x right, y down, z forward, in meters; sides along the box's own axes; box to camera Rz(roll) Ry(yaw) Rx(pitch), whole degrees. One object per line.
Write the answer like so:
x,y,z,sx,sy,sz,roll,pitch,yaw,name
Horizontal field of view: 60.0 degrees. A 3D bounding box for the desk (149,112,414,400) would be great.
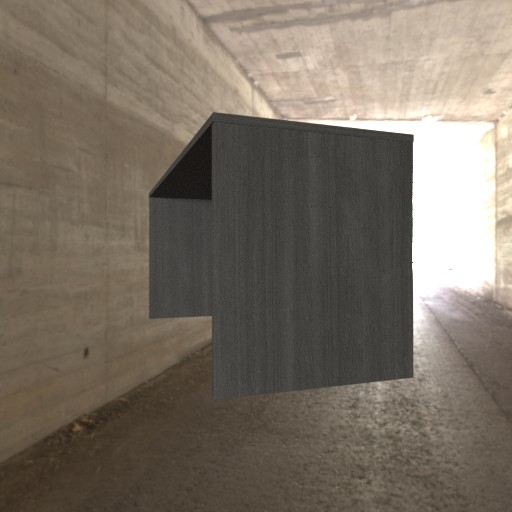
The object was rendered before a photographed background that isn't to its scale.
0.000,0.000,2.042,0.802,0.750,1.600,0,0,-19,desk
